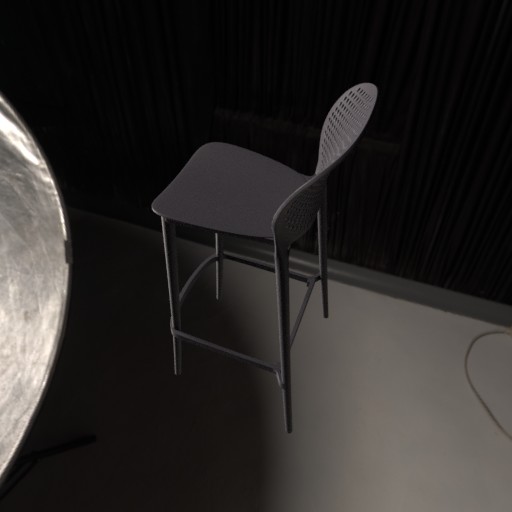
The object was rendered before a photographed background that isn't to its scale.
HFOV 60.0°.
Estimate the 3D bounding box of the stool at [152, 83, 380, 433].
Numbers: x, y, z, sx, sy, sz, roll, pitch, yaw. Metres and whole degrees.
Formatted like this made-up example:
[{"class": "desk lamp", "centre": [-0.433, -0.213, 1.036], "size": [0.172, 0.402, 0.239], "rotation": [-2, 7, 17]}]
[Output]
[{"class": "stool", "centre": [0.000, 0.000, 1.358], "size": [0.535, 1.045, 0.536], "rotation": [15, 47, 14]}]
